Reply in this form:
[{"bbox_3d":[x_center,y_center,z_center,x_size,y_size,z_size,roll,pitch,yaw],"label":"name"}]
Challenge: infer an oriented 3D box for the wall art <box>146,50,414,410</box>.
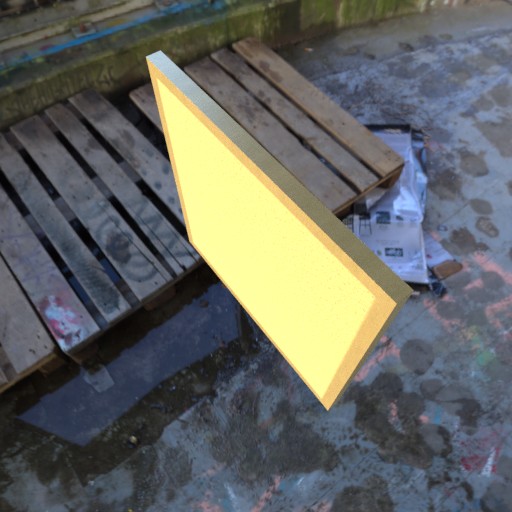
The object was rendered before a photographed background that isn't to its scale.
[{"bbox_3d":[0.000,0.000,2.969,0.097,1.936,1.935,-33,65,-18],"label":"wall art"}]
